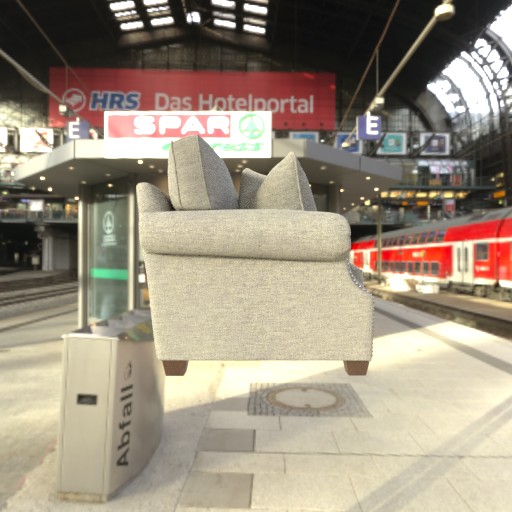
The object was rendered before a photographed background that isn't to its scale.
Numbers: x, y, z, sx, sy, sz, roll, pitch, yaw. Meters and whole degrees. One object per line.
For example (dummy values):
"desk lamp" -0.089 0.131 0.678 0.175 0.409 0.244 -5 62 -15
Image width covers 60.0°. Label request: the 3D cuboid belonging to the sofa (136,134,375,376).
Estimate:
"sofa" 0.000 0.000 2.835 0.965 0.975 2.312 0 0 0
